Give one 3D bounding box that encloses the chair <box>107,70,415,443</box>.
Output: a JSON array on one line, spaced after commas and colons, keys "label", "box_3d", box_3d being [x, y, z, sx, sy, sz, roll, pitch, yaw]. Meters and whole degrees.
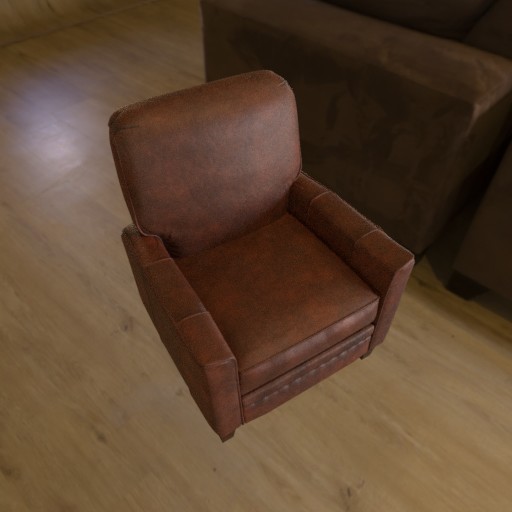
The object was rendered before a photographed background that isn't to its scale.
[{"label": "chair", "box_3d": [0.000, 0.000, 1.696, 0.843, 1.043, 0.836, -24, 51, -21]}]
